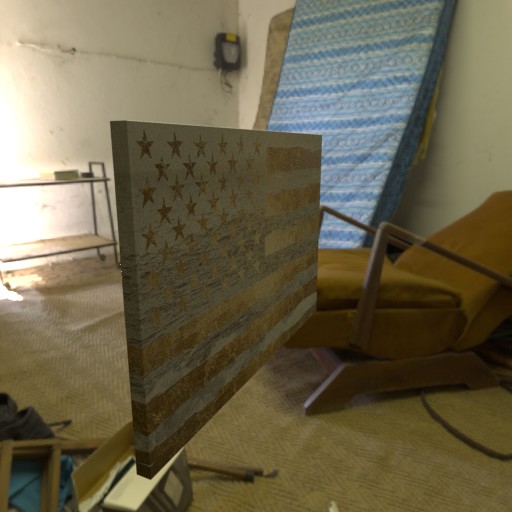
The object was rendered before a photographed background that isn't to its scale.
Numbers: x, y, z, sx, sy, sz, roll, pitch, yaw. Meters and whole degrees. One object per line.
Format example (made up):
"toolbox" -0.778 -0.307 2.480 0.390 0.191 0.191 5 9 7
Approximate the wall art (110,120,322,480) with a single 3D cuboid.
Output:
"wall art" 0.000 0.000 1.395 0.041 0.762 1.145 7 15 25
